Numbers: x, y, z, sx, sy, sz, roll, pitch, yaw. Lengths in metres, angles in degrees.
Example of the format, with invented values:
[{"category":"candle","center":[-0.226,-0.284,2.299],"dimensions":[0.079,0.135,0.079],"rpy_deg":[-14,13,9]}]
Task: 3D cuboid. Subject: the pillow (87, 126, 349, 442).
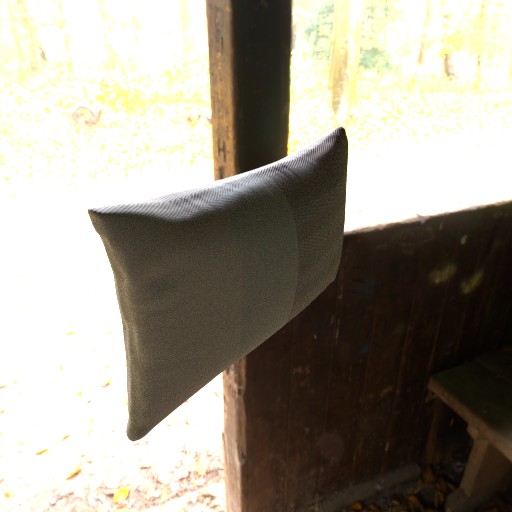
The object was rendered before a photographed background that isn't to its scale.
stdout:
[{"category":"pillow","center":[0.000,0.000,0.650],"dimensions":[0.139,0.305,0.506],"rpy_deg":[18,32,33]}]
